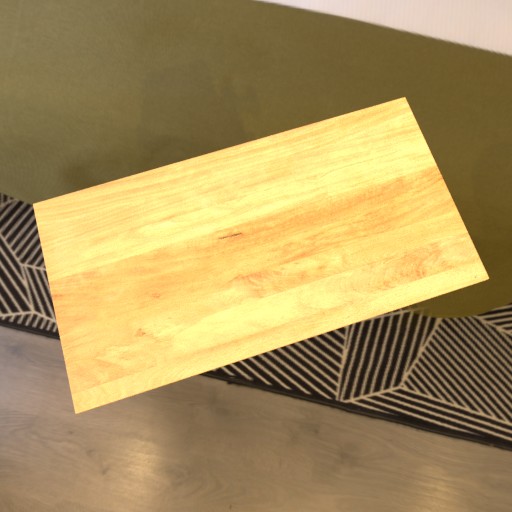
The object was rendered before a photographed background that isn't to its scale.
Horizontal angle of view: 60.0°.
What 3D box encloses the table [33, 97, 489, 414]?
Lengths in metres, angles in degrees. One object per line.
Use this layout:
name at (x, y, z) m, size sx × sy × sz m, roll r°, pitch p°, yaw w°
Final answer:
table at (0.000, 0.000, 1.645) m, size 1.348 × 0.400 × 0.699 m, roll -17°, pitch 76°, yaw -4°
